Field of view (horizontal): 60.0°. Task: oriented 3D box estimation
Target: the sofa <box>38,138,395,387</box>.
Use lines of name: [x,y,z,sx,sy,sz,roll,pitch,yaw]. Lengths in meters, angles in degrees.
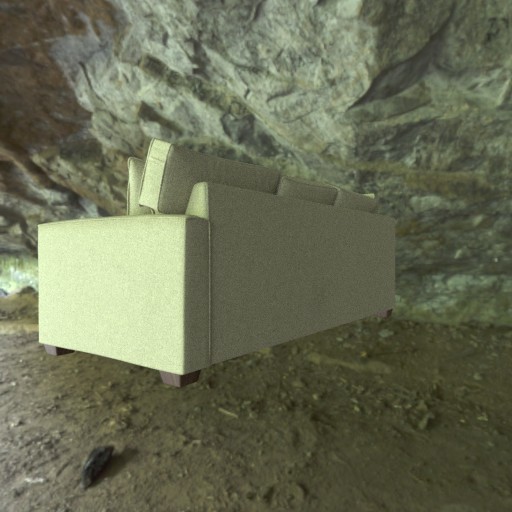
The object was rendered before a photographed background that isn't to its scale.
sofa: [0.000,0.000,2.811,1.053,0.948,2.323,0,1,36]
